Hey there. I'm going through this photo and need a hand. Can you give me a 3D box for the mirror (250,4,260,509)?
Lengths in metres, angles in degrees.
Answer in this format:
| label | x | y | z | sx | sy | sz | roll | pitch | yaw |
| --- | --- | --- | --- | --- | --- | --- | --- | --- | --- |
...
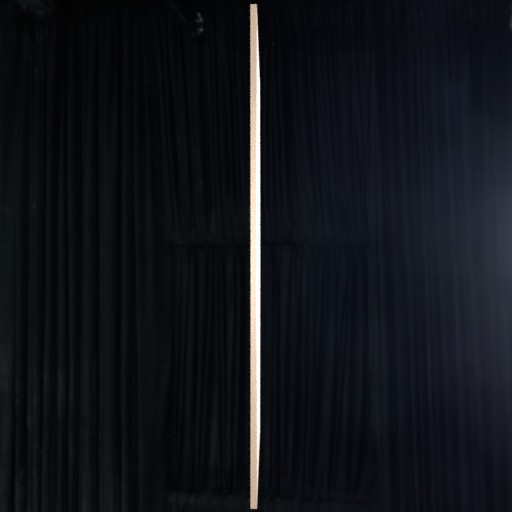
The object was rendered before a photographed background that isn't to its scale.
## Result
| label | x | y | z | sx | sy | sz | roll | pitch | yaw |
| --- | --- | --- | --- | --- | --- | --- | --- | --- | --- |
| mirror | 0.000 | 0.000 | 2.191 | 0.026 | 2.031 | 0.812 | 0 | -1 | 1 |
